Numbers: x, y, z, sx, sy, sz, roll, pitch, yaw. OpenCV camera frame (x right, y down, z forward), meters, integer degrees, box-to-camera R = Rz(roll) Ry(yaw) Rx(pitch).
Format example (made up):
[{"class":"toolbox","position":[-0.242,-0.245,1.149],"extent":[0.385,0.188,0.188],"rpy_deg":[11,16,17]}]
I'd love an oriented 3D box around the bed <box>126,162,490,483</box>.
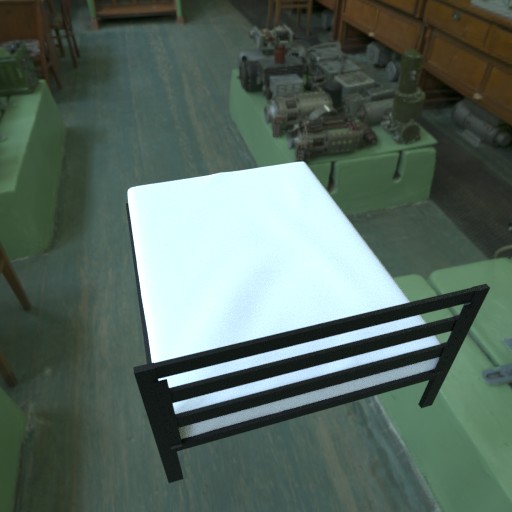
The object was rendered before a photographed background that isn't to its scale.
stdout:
[{"class":"bed","position":[0.000,0.000,2.817],"extent":[1.524,0.967,2.062],"rpy_deg":[-11,43,-12]}]
